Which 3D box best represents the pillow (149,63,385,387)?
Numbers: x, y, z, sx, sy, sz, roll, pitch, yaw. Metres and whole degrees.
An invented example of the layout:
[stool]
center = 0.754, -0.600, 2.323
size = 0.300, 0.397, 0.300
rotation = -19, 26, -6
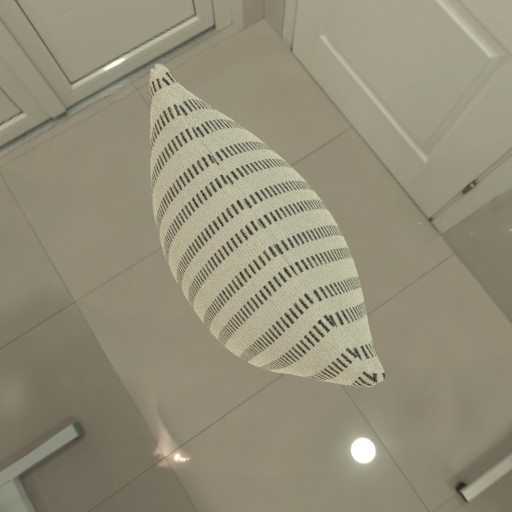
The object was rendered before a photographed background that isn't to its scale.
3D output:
[pillow]
center = 0.000, 0.000, 0.673
size = 0.247, 0.419, 0.438
rotation = -33, 79, -8
